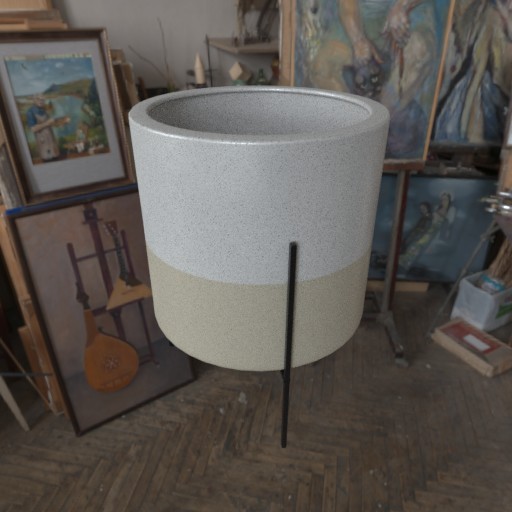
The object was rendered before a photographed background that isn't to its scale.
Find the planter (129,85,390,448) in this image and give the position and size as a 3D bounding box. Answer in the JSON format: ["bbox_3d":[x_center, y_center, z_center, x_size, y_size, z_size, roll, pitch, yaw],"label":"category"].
[{"bbox_3d":[0.000,0.000,0.740,0.368,0.484,0.359,9,31,15],"label":"planter"}]
